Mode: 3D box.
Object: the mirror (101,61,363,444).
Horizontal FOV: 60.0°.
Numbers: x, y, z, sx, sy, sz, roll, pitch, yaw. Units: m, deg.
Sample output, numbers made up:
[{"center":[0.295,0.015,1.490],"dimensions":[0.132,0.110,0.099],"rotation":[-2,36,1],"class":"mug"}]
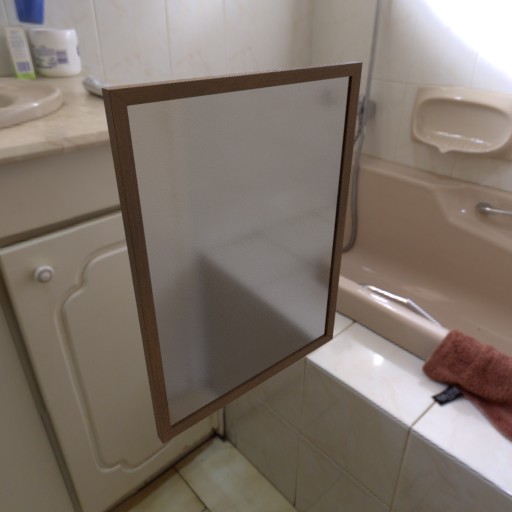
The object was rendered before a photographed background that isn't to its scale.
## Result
[{"center":[0.000,0.000,1.318],"dimensions":[0.762,1.016,0.040],"rotation":[-22,36,-34],"class":"mirror"}]
